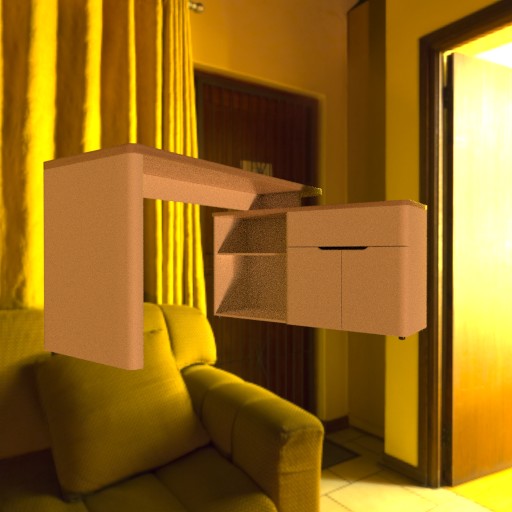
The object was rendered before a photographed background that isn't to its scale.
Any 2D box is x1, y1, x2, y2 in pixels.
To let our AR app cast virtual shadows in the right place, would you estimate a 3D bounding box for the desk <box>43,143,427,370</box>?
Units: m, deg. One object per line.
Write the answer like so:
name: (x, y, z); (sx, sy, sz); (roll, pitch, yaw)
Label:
desk: (0.000, 0.000, 2.044); (1.175, 0.770, 1.400); (0, 1, 36)
